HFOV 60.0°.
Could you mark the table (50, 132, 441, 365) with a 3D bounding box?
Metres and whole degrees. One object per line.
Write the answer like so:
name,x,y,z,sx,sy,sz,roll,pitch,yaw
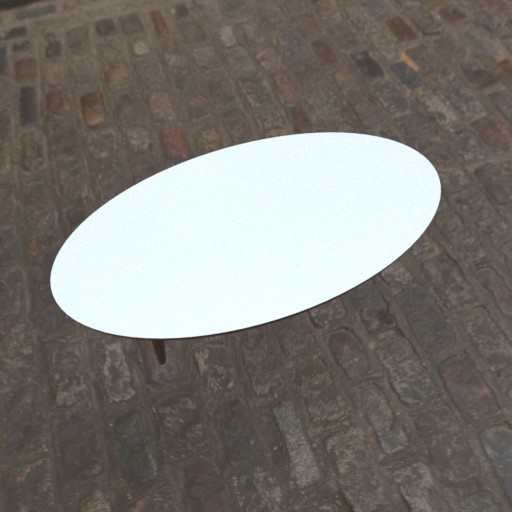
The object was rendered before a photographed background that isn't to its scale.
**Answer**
table,0.000,0.000,1.356,1.083,0.390,0.542,-18,65,-9
